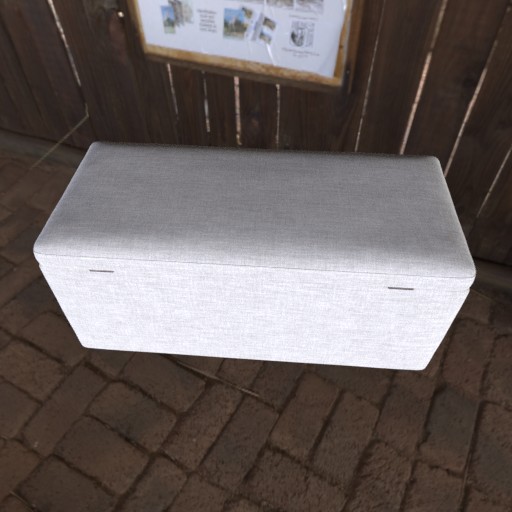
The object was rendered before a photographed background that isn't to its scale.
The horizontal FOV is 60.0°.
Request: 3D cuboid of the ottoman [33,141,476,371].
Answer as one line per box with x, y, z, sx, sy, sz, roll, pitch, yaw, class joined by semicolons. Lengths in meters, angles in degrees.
0.000;0.000;1.133;0.902;0.432;0.419;3;48;3;ottoman
